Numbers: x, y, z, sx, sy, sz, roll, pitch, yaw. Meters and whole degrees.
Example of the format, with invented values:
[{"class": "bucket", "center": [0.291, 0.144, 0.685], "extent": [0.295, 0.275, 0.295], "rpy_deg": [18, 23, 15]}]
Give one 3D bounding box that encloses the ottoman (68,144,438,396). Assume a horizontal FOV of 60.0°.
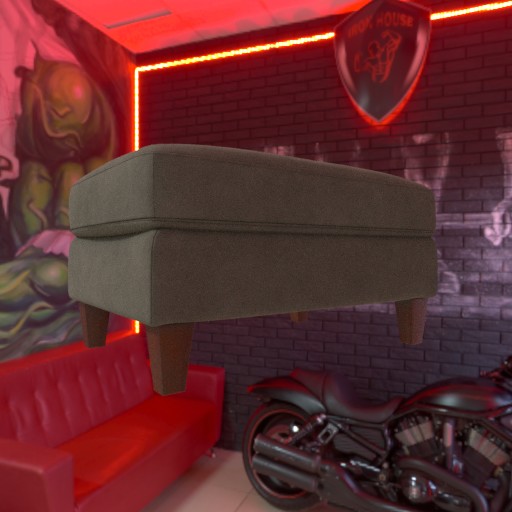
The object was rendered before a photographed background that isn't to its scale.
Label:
[{"class": "ottoman", "center": [0.000, 0.000, 1.207], "extent": [0.864, 0.483, 0.584], "rpy_deg": [0, 1, -36]}]
